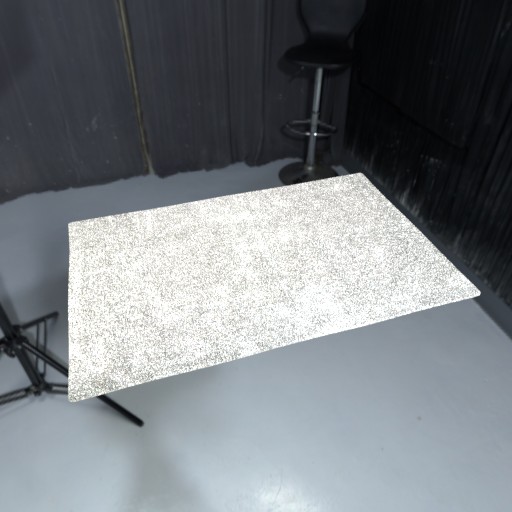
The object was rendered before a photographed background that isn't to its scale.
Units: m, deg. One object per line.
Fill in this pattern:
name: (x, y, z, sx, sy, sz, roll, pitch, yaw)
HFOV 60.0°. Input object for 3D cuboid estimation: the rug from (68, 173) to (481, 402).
rug: (0.000, 0.000, 2.918, 2.350, 0.025, 1.502, -12, 42, -14)
